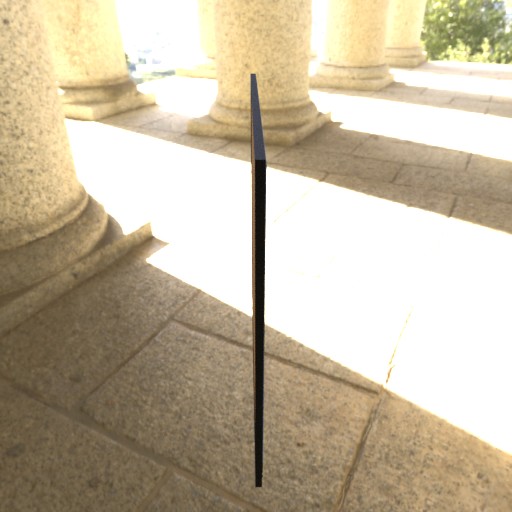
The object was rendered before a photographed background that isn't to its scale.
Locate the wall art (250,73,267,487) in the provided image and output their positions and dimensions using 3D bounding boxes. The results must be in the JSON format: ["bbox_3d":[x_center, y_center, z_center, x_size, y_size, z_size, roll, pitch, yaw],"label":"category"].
[{"bbox_3d":[0.000,0.000,0.987,0.015,0.663,0.664,-1,31,-1],"label":"wall art"}]
